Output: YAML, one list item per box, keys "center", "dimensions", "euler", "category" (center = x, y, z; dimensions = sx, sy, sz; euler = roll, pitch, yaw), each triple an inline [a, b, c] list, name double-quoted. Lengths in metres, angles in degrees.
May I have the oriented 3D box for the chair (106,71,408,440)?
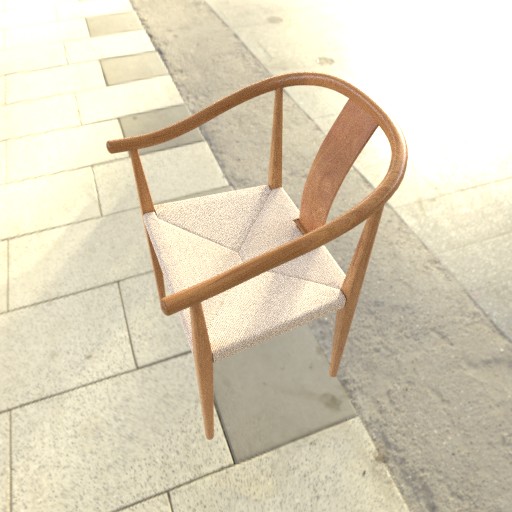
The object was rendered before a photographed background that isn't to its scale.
- center: [0.000, 0.000, 1.197]
  dimensions: [0.579, 0.800, 0.556]
  euler: [-17, 50, -15]
  category: "chair"
